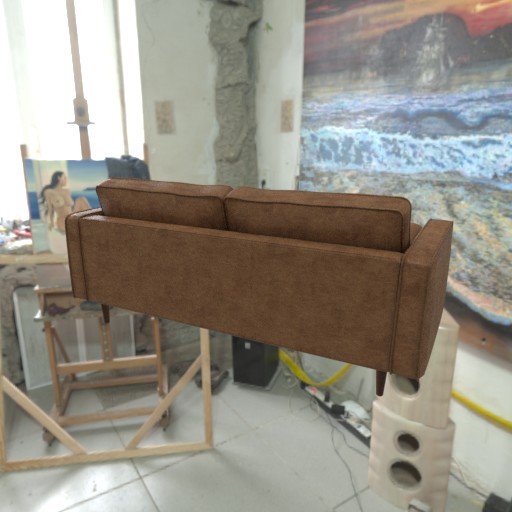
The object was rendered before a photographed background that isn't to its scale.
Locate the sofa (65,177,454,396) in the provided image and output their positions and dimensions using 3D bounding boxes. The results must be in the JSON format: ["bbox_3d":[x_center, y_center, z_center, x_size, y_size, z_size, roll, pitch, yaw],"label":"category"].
[{"bbox_3d":[0.000,0.000,2.426,1.920,0.825,0.924,8,18,26],"label":"sofa"}]
